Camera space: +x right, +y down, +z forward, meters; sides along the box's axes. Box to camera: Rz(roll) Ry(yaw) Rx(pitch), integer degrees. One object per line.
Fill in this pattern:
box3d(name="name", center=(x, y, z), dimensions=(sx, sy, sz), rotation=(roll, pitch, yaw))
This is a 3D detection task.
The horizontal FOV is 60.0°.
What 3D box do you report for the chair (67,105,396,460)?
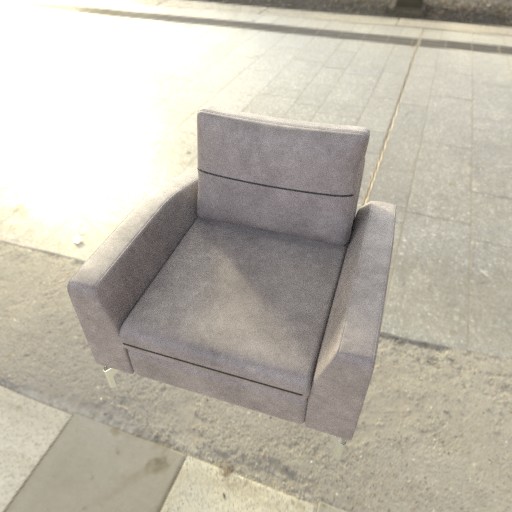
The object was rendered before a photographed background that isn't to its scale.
box3d(name="chair", center=(0.000, 0.000, 1.571), dimensions=(0.900, 0.800, 0.900), rotation=(12, 43, 13))
